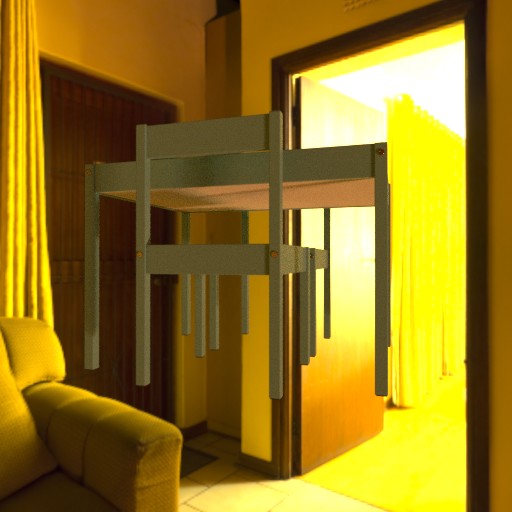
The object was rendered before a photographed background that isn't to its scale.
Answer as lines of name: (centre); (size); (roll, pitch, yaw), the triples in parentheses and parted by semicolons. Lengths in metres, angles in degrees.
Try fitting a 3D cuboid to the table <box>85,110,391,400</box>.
table: (0.000, 0.000, 1.108); (0.639, 0.503, 0.633); (0, 0, 17)
